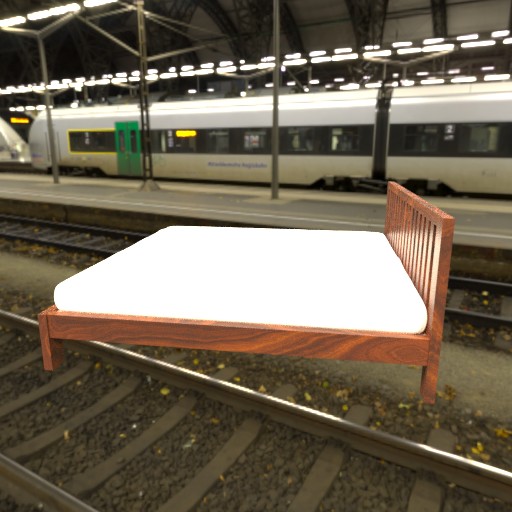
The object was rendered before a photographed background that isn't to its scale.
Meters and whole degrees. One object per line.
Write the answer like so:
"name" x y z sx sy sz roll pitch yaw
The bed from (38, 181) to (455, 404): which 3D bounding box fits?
"bed" 0.000 0.000 3.067 2.030 0.890 1.905 2 14 9
